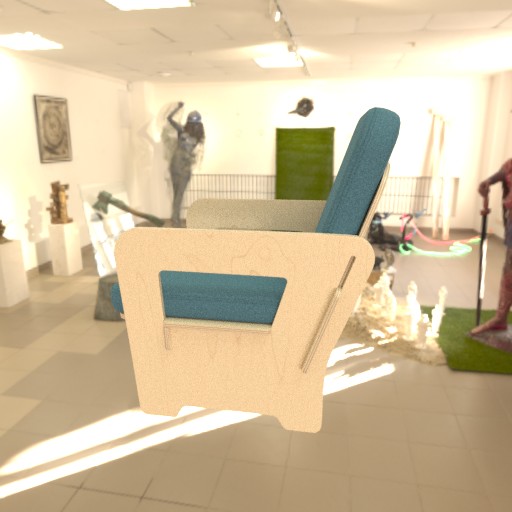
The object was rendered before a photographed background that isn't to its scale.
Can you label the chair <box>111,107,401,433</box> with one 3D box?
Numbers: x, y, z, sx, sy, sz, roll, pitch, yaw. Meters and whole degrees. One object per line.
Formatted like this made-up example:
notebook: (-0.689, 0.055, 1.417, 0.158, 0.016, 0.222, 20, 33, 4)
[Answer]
chair: (0.000, 0.000, 1.205, 0.657, 0.747, 0.547, 3, 15, 10)
